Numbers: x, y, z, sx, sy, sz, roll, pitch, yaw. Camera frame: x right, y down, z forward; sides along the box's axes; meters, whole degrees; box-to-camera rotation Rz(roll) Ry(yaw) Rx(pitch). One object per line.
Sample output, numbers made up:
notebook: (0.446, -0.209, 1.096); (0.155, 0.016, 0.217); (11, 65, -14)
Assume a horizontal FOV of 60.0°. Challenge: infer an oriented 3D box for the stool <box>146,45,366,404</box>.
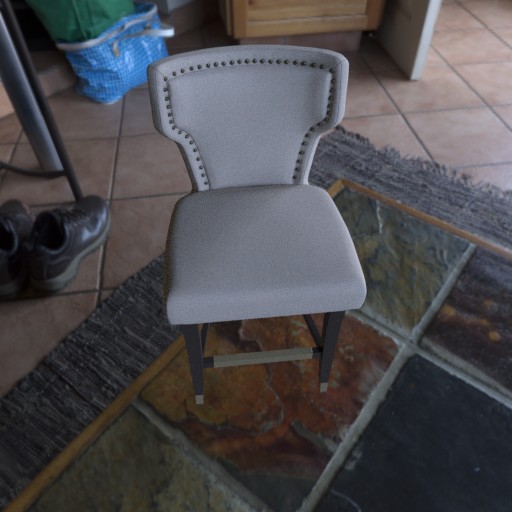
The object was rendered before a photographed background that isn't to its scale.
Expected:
stool: (0.000, 0.000, 1.389); (0.526, 1.092, 0.563); (-4, 48, -4)
